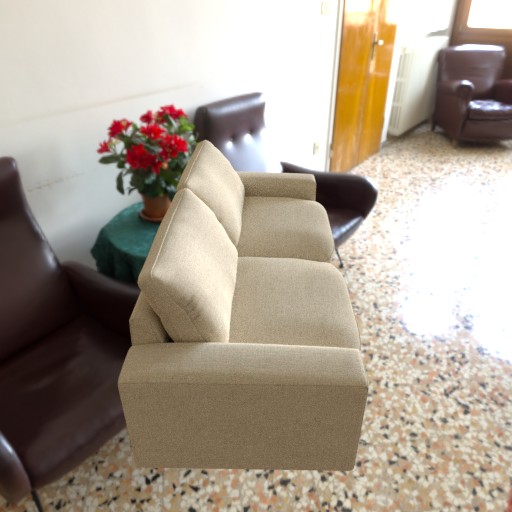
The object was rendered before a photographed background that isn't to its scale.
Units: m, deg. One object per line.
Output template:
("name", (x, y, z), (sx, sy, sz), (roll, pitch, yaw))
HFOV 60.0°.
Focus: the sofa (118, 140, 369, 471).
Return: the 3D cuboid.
("sofa", (0.000, 0.000, 2.738), (1.040, 0.922, 2.299), (1, 31, 1))
